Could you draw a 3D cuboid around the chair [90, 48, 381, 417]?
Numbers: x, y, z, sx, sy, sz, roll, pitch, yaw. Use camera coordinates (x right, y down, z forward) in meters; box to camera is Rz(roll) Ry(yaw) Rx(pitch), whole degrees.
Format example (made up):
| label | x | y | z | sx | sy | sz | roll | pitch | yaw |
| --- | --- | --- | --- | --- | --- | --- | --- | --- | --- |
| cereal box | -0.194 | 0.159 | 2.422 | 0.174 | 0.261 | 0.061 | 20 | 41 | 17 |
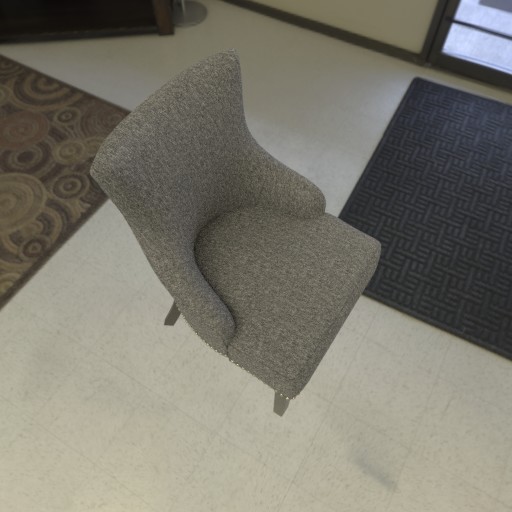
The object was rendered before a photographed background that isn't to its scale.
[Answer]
| label | x | y | z | sx | sy | sz | roll | pitch | yaw |
| --- | --- | --- | --- | --- | --- | --- | --- | --- | --- |
| chair | 0.000 | 0.000 | 1.322 | 0.629 | 0.909 | 0.566 | 29 | 62 | 17 |
